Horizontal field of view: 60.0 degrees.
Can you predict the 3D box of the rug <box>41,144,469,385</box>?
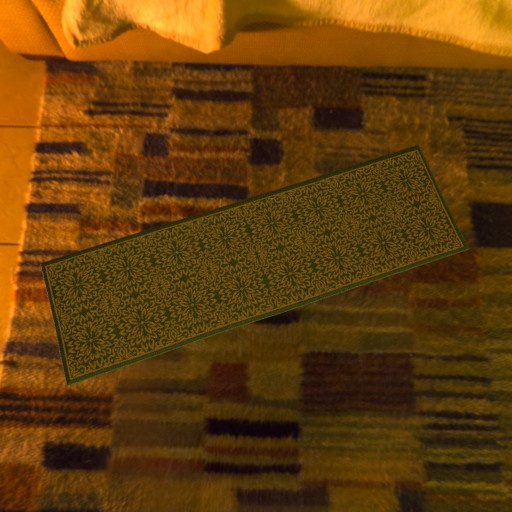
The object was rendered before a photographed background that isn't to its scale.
[{"bbox_3d":[0.000,0.000,2.365,2.196,0.011,0.662,-18,75,-5],"label":"rug"}]
